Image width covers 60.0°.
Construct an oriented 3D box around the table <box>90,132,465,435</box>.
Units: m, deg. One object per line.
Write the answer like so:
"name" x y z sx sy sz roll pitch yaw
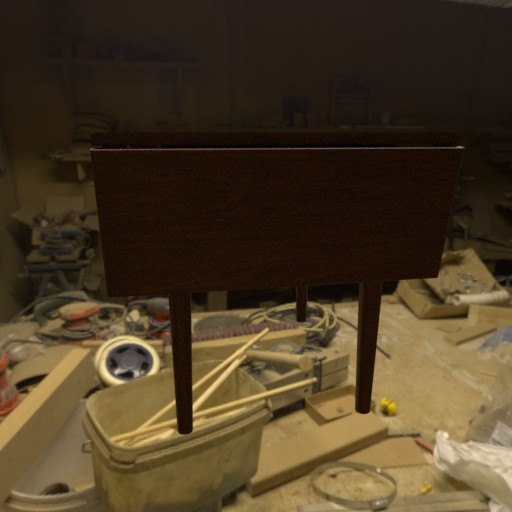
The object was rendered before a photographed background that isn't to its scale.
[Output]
"table" 0.000 0.000 1.425 0.812 0.763 0.843 -3 16 -10
